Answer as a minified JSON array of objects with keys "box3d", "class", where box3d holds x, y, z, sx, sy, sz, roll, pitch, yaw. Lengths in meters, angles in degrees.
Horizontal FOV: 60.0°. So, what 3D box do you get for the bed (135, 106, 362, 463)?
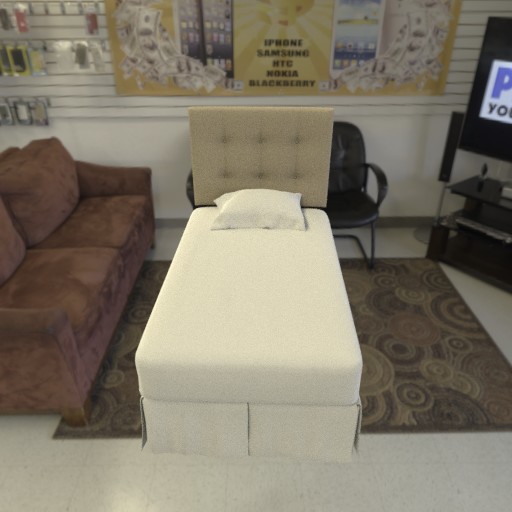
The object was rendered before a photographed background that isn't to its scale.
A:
[{"box3d":[0.000,0.000,3.001,1.261,1.571,1.997,1,30,2],"class":"bed"}]
